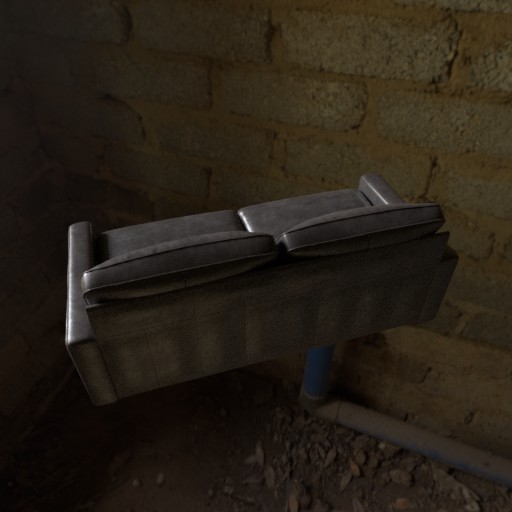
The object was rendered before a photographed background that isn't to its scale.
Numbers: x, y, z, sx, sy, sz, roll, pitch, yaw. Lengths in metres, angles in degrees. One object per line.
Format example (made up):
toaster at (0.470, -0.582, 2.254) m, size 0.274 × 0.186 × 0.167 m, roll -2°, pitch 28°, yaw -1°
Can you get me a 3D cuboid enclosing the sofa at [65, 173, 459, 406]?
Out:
sofa at (0.000, 0.000, 2.600) m, size 2.081 × 0.916 × 0.939 m, roll -11°, pitch 43°, yaw -13°
